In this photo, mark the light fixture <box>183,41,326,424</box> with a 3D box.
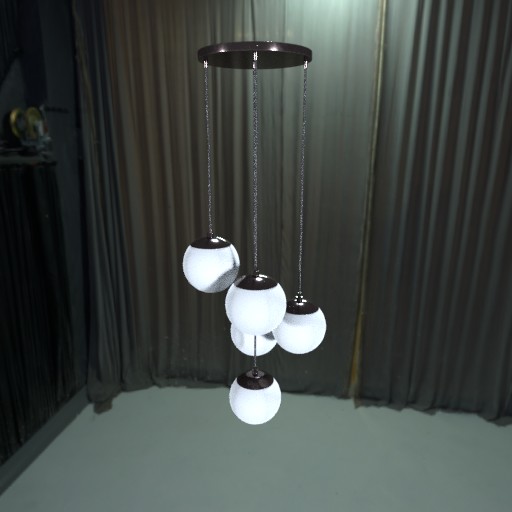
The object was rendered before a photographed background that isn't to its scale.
[{"bbox_3d":[0.000,0.000,1.505,0.489,1.271,0.484,2,15,9],"label":"light fixture"}]
